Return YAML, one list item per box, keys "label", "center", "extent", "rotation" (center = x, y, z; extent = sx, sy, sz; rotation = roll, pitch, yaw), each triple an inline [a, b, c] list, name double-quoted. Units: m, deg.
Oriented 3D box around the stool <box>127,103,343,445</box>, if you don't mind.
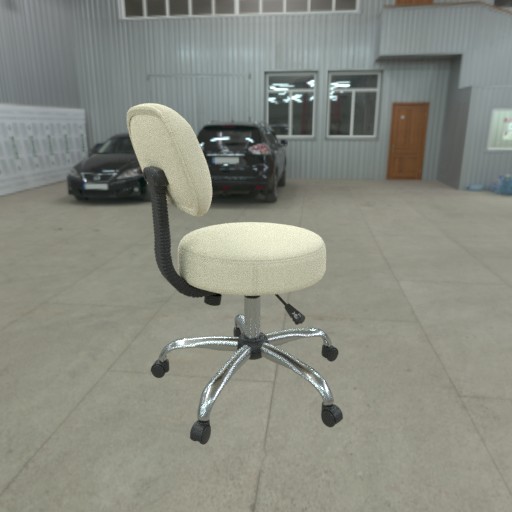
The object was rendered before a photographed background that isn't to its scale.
- label: "stool"
  center: [0.000, 0.000, 1.264]
  extent: [0.616, 0.810, 0.609]
  rotation: [-8, 18, -27]
